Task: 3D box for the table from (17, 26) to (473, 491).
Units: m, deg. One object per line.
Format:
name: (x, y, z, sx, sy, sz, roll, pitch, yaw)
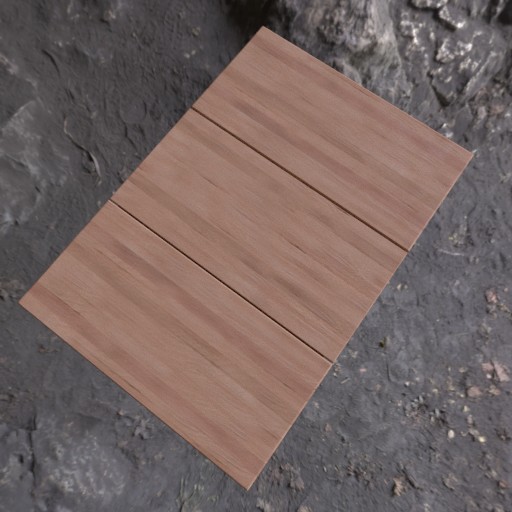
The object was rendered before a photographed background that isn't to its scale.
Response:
table: (0.000, 0.000, 1.822, 0.900, 0.770, 1.300, 35, 78, 9)
